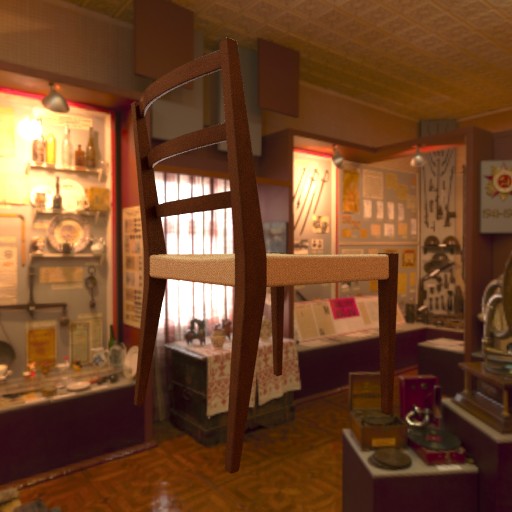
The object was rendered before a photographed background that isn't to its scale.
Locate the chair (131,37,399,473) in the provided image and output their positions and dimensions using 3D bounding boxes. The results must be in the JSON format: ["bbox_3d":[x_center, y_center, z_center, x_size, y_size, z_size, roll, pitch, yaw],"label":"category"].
[{"bbox_3d":[0.000,0.000,1.151,0.551,0.813,0.480,-1,1,-37],"label":"chair"}]
